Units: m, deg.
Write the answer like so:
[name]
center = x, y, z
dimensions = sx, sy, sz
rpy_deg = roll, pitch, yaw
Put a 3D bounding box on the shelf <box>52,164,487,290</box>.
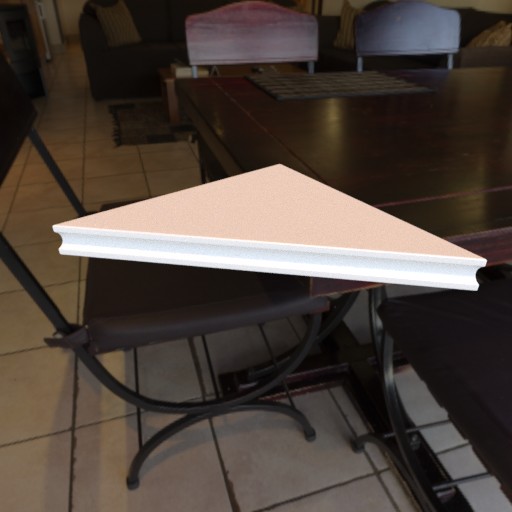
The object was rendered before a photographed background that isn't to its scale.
[shelf]
center = 0.000, 0.000, 0.430
dimensions = 0.296, 0.035, 0.296
rpy_deg = -21, 38, -30
